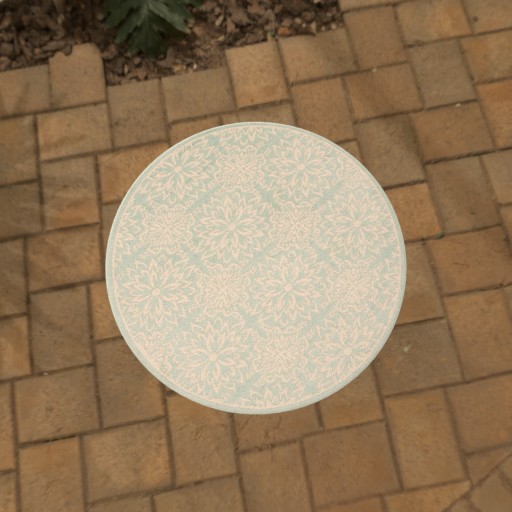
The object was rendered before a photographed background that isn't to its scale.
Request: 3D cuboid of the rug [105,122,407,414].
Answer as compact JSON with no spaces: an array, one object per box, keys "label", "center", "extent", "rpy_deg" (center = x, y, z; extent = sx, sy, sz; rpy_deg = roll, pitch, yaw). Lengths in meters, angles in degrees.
[{"label":"rug","center":[0.000,0.000,2.352],"extent":[1.593,0.012,1.593],"rpy_deg":[0,76,0]}]
